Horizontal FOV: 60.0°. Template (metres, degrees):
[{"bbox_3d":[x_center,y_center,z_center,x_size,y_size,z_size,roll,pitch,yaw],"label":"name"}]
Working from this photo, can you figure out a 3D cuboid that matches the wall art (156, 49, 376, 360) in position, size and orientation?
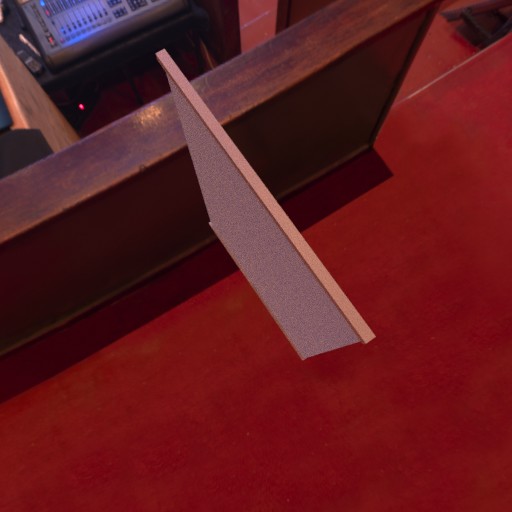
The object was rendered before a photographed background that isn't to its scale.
[{"bbox_3d":[0.000,0.000,1.909,0.030,1.519,0.990,-33,78,-8],"label":"wall art"}]
